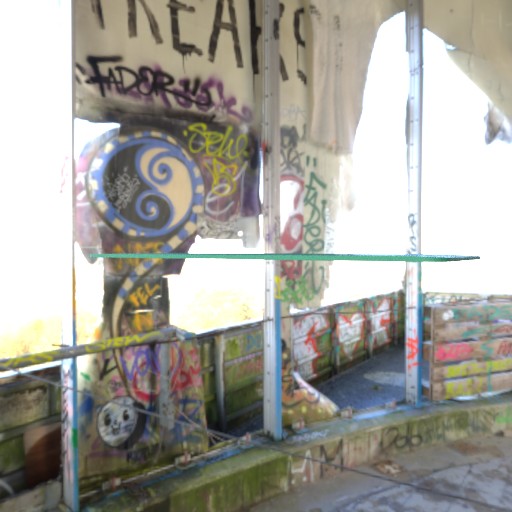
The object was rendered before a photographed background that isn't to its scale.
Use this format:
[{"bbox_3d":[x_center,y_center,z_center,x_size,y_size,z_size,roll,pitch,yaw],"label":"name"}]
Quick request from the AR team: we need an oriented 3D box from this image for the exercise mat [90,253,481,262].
[{"bbox_3d":[0.000,0.000,2.128,1.869,0.021,0.616,0,1,36],"label":"exercise mat"}]
